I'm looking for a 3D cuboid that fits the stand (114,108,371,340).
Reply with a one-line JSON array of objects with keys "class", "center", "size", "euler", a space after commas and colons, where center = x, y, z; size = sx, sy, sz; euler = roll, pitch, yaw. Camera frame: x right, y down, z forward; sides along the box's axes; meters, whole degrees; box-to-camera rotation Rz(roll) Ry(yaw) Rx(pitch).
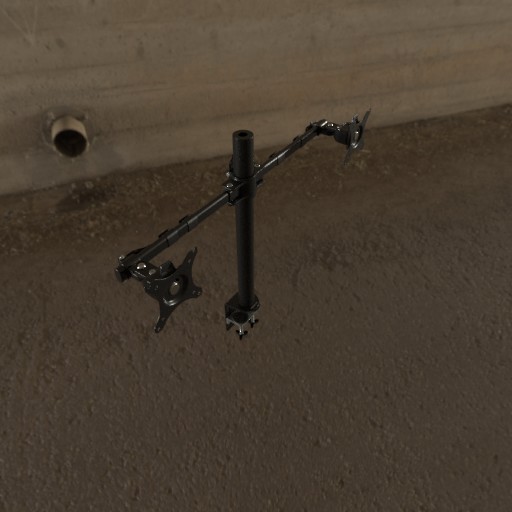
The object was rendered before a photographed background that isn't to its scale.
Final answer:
[{"class": "stand", "center": [0.000, 0.000, 1.050], "size": [0.150, 0.603, 0.743], "euler": [26, 48, 26]}]
